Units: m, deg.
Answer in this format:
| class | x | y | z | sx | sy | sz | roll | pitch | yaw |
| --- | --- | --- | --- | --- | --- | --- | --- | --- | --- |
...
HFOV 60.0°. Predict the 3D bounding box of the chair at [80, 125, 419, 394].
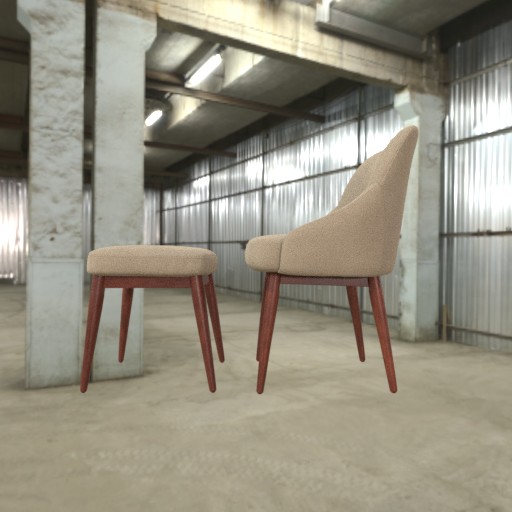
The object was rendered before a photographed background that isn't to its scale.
| class | x | y | z | sx | sy | sz | roll | pitch | yaw |
| --- | --- | --- | --- | --- | --- | --- | --- | --- | --- |
| chair | 0.000 | 0.000 | 1.601 | 1.114 | 0.866 | 0.584 | 0 | 0 | 0 |
